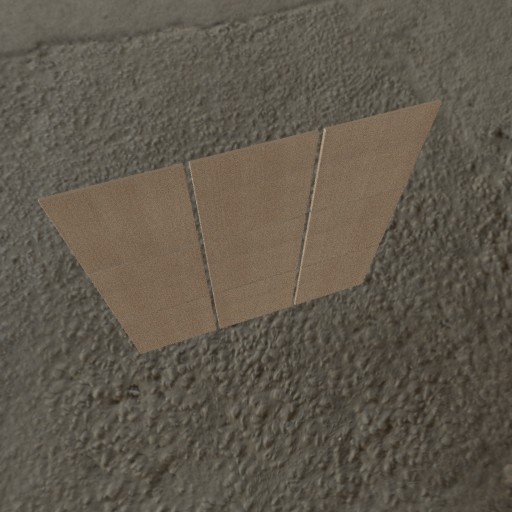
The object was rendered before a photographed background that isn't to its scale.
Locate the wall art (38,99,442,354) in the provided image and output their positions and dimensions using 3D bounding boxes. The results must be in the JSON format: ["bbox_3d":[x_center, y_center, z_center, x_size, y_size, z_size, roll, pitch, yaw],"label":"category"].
[{"bbox_3d":[0.000,0.000,1.798,1.219,1.218,0.013,-16,60,-10],"label":"wall art"}]
